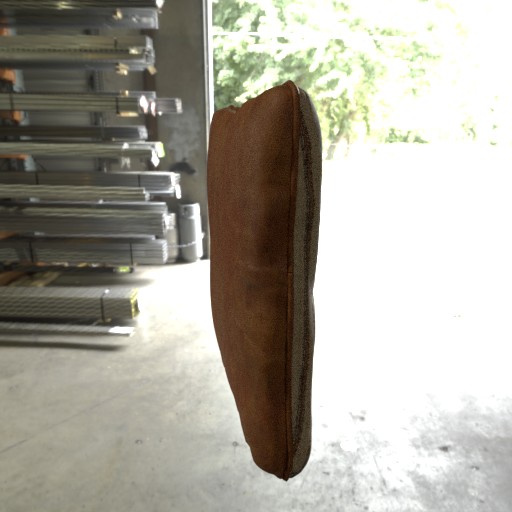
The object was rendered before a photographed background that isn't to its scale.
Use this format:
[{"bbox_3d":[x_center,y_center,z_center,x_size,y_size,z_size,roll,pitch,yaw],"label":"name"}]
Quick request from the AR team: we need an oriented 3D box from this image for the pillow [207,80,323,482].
[{"bbox_3d":[0.000,0.000,0.719,0.130,0.490,0.489,-3,15,-11],"label":"pillow"}]
